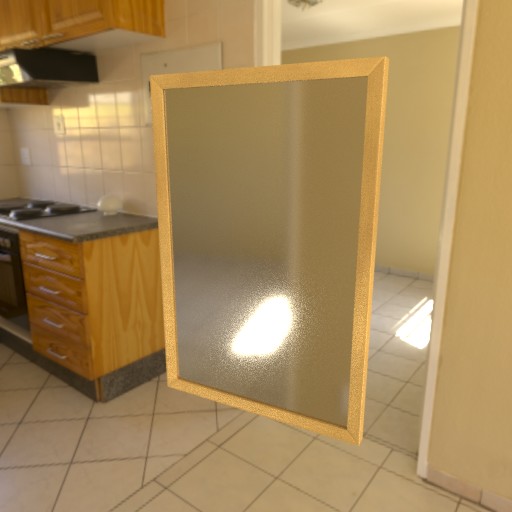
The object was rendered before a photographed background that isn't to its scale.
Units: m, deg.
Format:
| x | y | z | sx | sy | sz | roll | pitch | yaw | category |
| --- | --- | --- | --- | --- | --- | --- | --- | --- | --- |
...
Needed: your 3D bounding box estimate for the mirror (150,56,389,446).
| x | y | z | sx | sy | sz | roll | pitch | yaw | category |
| --- | --- | --- | --- | --- | --- | --- | --- | --- | --- |
| 0.000 | 0.000 | 1.161 | 0.609 | 0.915 | 0.040 | 8 | 16 | 27 | mirror |
